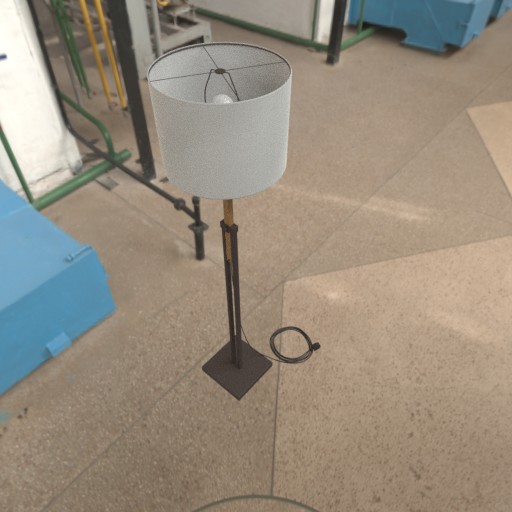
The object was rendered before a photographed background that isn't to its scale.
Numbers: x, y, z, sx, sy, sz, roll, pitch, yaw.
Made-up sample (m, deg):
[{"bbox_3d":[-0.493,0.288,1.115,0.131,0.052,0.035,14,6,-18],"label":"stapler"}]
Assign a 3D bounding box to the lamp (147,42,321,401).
[{"bbox_3d":[0.000,0.000,1.890,0.474,1.650,0.639,32,54,27],"label":"lamp"}]
